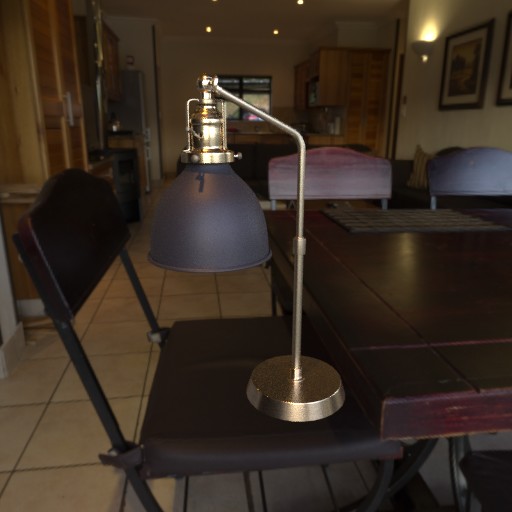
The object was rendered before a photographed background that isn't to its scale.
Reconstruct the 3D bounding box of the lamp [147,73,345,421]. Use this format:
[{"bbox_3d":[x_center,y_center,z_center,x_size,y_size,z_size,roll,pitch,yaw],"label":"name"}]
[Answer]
[{"bbox_3d":[0.000,0.000,0.604,0.291,0.456,0.160,-8,18,-25],"label":"lamp"}]
